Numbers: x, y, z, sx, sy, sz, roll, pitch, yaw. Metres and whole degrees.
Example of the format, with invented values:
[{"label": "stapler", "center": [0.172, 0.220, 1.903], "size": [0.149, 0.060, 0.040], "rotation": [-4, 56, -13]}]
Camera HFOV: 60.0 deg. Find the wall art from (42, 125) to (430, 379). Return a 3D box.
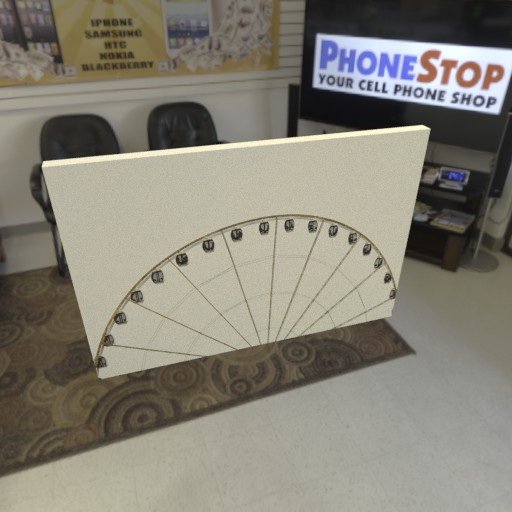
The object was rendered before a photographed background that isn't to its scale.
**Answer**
[{"label": "wall art", "center": [0.000, 0.000, 1.162], "size": [0.898, 0.601, 0.038], "rotation": [-9, 33, -14]}]
